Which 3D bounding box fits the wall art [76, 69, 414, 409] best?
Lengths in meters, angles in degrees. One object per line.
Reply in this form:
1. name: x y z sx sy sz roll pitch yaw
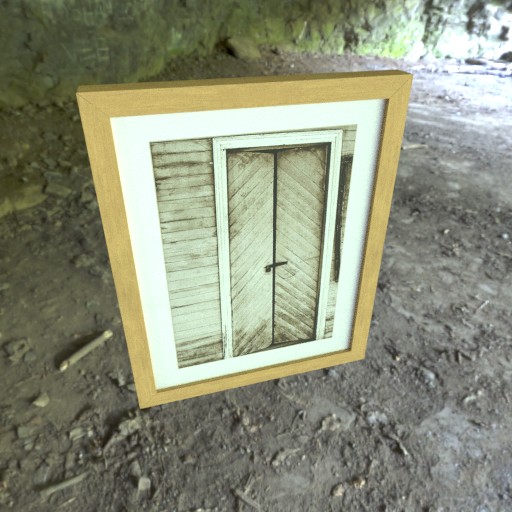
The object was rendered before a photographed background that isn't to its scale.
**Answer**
1. wall art: 0.000 0.000 0.507 0.312 0.380 0.030 -9 33 -14
